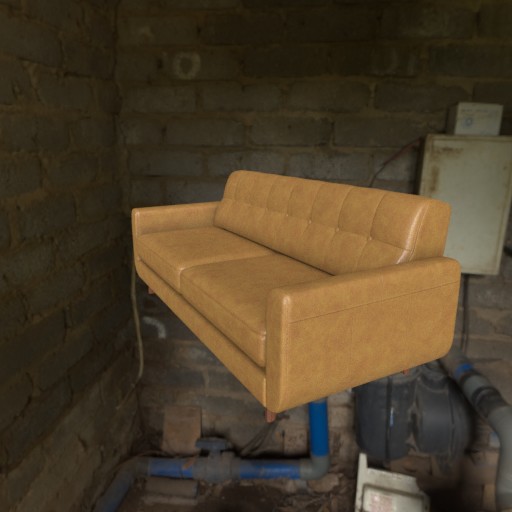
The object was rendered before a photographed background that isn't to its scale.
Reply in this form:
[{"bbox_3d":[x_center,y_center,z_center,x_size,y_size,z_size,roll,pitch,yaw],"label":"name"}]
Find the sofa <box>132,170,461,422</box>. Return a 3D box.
[{"bbox_3d":[0.000,0.000,2.655,0.980,0.892,2.137,-8,17,-28],"label":"sofa"}]
